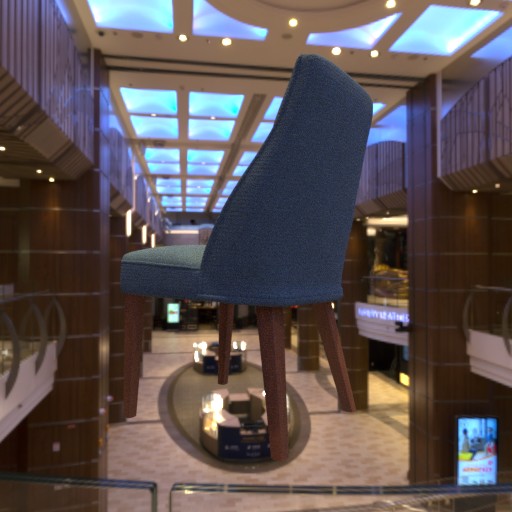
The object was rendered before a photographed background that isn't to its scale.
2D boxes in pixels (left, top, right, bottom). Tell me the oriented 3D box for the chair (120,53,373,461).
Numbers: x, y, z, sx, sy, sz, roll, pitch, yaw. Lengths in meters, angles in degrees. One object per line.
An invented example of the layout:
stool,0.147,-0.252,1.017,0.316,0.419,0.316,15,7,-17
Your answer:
chair,0.000,0.000,1.291,0.620,0.930,0.500,-1,-1,35
